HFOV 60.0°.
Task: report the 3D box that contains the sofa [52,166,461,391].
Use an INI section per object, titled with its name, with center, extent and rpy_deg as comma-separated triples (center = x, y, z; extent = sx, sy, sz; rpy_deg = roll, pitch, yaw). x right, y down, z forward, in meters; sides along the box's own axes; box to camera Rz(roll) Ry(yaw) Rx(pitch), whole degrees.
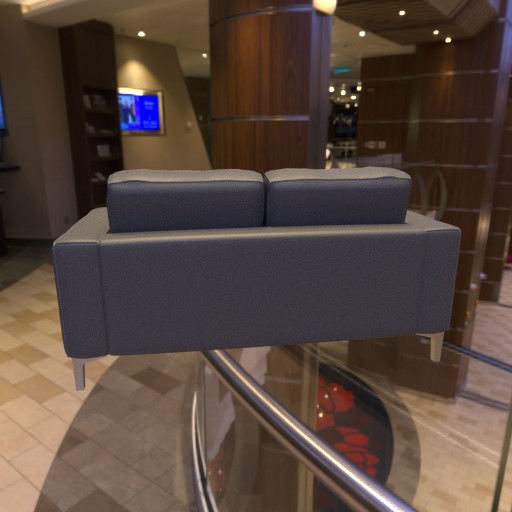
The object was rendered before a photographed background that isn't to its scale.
[sofa]
center = 0.000, 0.000, 2.225
extent = 1.726, 0.893, 0.833
rpy_deg = -2, 16, -8
